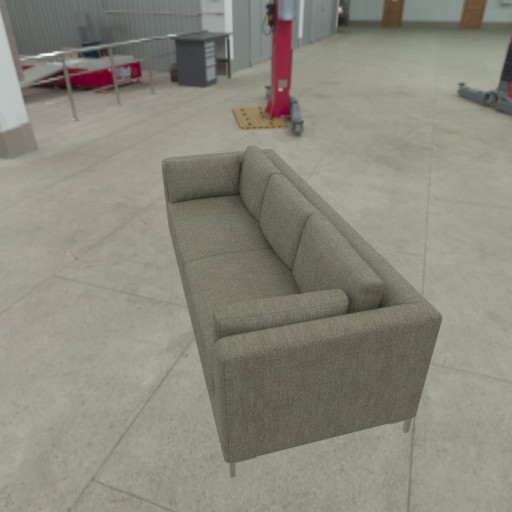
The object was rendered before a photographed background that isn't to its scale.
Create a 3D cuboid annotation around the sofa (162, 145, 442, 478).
[{"bbox_3d":[0.000,0.000,2.906,0.969,0.867,2.415,-8,32,-13],"label":"sofa"}]
